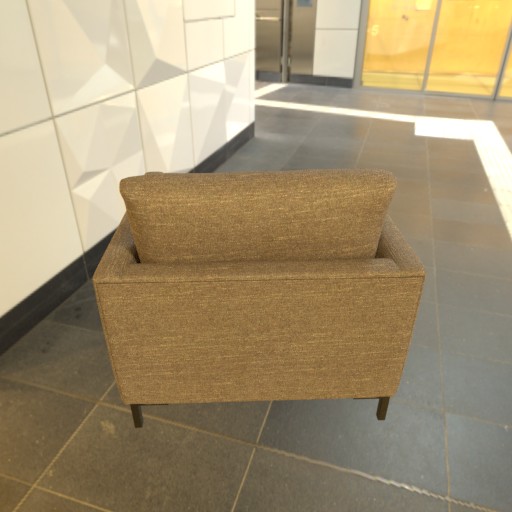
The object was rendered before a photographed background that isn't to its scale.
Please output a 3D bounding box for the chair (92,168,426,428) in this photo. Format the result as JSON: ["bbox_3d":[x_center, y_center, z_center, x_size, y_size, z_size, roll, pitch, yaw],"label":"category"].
[{"bbox_3d":[0.000,0.000,1.643,0.940,0.841,0.845,-1,31,-2],"label":"chair"}]
